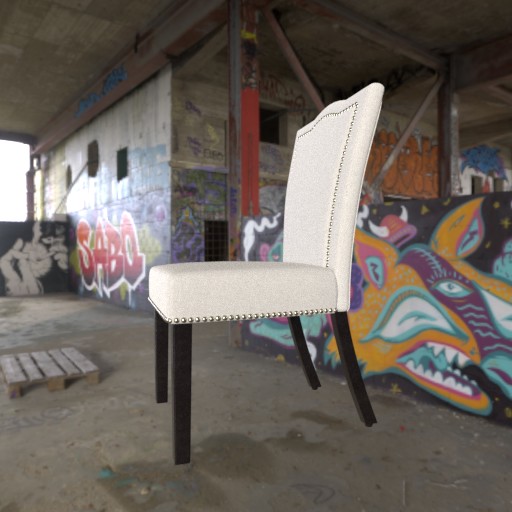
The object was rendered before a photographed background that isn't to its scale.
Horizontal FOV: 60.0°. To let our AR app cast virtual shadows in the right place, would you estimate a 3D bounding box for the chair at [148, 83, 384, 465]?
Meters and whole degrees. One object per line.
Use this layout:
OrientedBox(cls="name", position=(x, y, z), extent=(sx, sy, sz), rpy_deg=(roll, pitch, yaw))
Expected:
OrientedBox(cls="chair", position=(0.000, 0.000, 1.310), extent=(0.589, 0.946, 0.518), rpy_deg=(0, 1, -18))
